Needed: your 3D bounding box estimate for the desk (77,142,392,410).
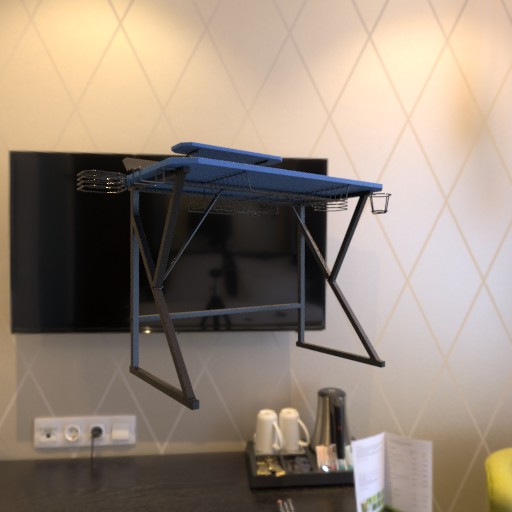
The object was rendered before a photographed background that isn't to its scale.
[{"bbox_3d":[0.000,0.000,1.801,1.295,0.909,0.594,0,0,-36],"label":"desk"}]
